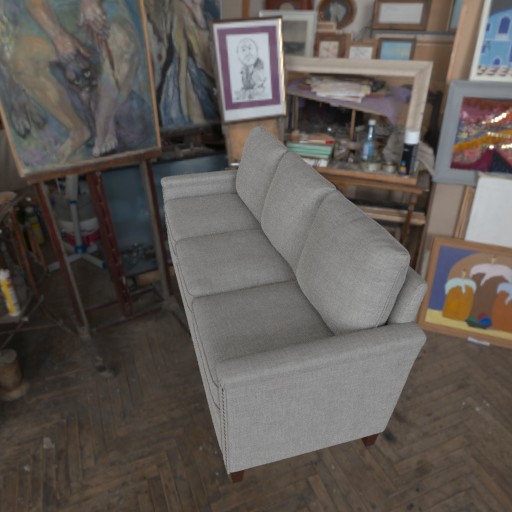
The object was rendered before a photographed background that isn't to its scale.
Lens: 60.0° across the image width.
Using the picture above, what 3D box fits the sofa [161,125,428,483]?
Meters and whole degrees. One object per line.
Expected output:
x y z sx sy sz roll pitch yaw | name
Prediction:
0.000 0.000 2.395 0.828 0.959 1.925 -9 32 -14 | sofa
